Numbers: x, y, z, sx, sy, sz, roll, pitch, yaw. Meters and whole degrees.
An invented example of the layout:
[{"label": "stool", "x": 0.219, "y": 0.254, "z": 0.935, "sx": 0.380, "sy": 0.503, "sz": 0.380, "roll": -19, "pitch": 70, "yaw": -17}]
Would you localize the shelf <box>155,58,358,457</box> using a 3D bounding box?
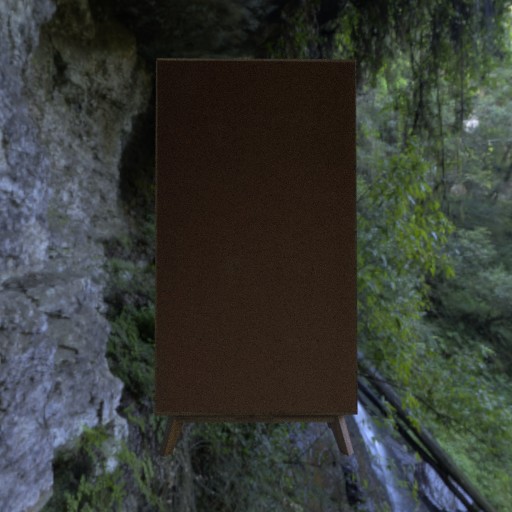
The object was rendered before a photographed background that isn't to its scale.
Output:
[{"label": "shelf", "x": 0.000, "y": 0.000, "z": 1.784, "sx": 0.748, "sy": 1.471, "sz": 0.308, "roll": 0, "pitch": -1, "yaw": -1}]
